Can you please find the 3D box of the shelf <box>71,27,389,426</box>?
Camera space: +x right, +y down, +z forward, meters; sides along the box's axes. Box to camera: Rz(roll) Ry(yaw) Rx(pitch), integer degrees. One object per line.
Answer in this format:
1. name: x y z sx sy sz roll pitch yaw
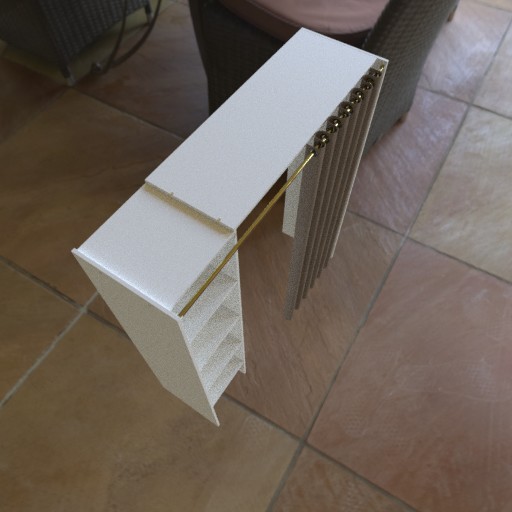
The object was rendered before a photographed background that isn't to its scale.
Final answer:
1. shelf: 0.000 0.000 2.607 0.500 1.820 1.600 30 63 17
